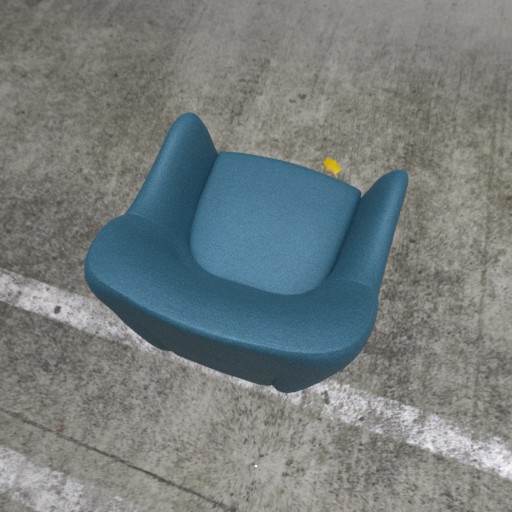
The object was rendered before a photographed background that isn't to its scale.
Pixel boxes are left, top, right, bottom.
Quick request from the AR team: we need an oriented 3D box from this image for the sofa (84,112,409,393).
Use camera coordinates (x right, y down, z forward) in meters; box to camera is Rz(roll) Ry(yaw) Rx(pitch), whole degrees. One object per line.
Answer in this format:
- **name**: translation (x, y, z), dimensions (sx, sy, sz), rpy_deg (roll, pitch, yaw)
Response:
- **sofa**: translation (0.000, 0.000, 1.537), dimensions (0.836, 0.817, 0.825), rpy_deg (17, 66, 8)
